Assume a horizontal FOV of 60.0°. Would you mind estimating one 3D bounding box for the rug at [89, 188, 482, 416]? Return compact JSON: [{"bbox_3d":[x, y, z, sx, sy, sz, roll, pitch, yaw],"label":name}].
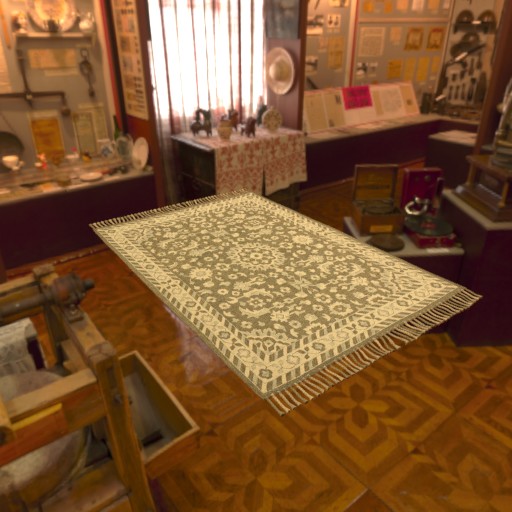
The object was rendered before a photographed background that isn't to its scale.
[{"bbox_3d":[0.000,0.000,3.037,1.530,0.025,2.431,-18,32,-32],"label":"rug"}]
